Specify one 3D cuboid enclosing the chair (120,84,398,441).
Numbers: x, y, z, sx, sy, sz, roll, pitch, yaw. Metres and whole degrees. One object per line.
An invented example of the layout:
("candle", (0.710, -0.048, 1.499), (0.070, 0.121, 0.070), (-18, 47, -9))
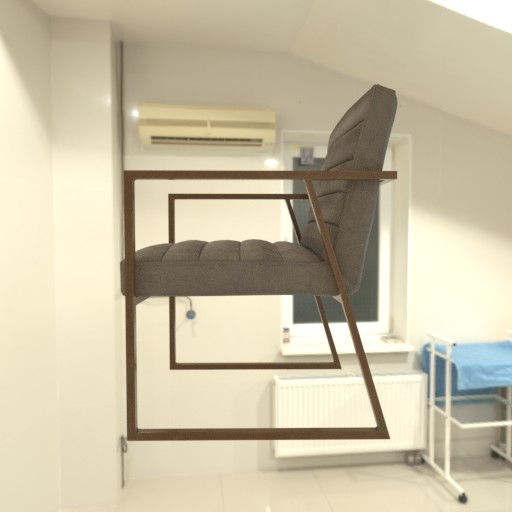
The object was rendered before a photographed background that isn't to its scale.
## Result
("chair", (0.000, 0.000, 1.312), (0.682, 0.843, 0.578), (0, 3, -1))
